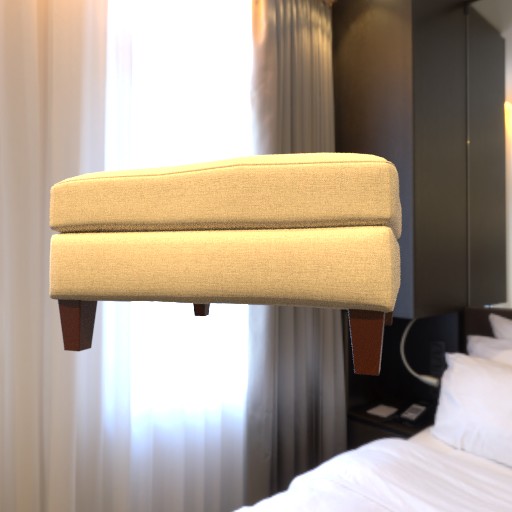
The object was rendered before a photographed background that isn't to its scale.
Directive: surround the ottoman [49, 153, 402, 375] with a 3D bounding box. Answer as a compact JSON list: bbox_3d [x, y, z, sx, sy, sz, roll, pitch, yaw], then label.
[{"bbox_3d":[0.000,0.000,1.351,0.838,0.478,0.838,0,-1,19],"label":"ottoman"}]
